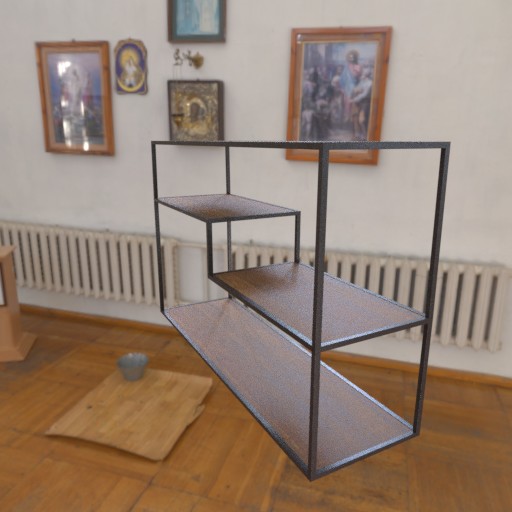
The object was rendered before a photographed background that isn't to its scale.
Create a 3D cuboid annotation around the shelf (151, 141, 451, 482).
[{"bbox_3d":[0.000,0.000,1.524,0.361,0.765,1.201,-8,17,-27],"label":"shelf"}]
